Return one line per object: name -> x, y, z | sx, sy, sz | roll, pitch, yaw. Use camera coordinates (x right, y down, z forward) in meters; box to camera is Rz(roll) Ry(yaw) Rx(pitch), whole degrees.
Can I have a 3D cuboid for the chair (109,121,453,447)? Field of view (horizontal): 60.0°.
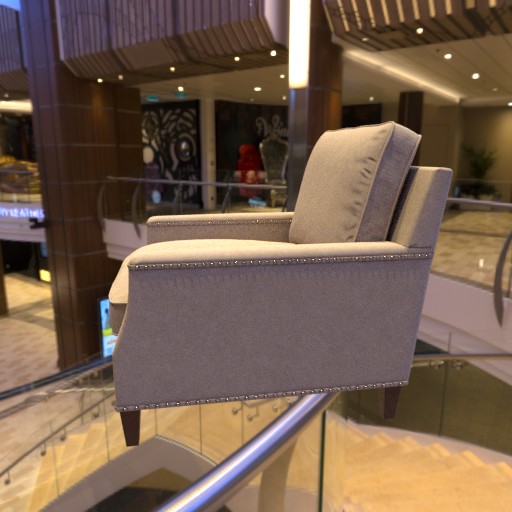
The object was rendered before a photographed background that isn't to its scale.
chair -> 0.000, 0.000, 1.664 | 1.014, 0.943, 0.853 | -2, 13, -10
